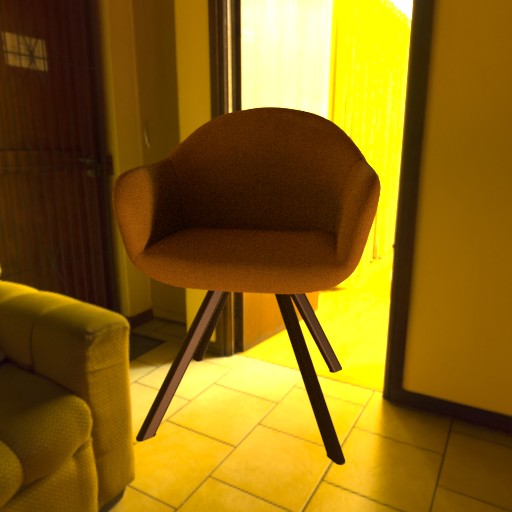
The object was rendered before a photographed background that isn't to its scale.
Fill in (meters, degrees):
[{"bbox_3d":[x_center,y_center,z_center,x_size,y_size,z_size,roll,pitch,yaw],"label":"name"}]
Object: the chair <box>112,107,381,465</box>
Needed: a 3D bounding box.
[{"bbox_3d":[0.000,0.000,1.183,0.590,0.795,0.550,2,14,10],"label":"chair"}]
